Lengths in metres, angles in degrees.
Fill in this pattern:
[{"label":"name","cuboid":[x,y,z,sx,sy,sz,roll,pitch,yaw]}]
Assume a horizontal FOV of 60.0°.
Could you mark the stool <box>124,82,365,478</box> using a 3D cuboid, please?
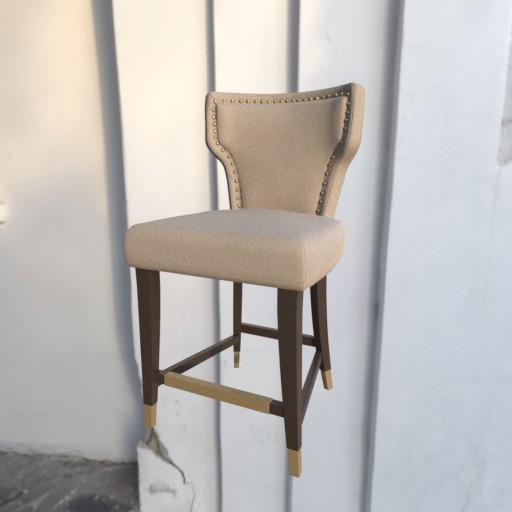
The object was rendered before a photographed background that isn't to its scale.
[{"label":"stool","cuboid":[0.000,0.000,1.315,0.527,0.982,0.563,6,15,25]}]
